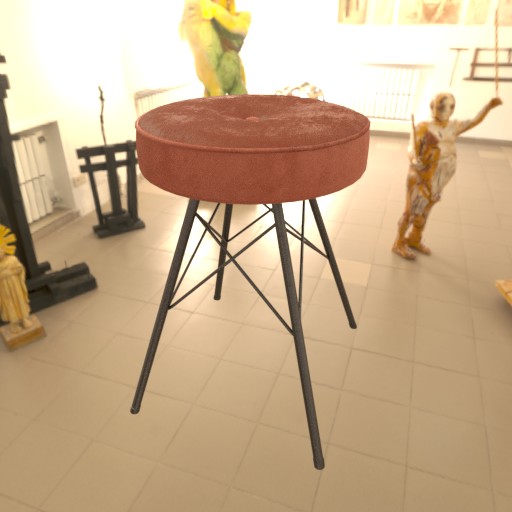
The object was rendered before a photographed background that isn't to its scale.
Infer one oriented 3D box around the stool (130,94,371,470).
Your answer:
[{"bbox_3d":[0.000,0.000,0.921,0.421,0.593,0.457,10,31,17],"label":"stool"}]
